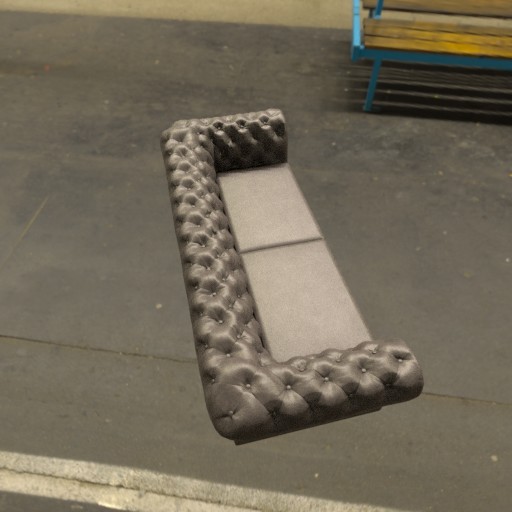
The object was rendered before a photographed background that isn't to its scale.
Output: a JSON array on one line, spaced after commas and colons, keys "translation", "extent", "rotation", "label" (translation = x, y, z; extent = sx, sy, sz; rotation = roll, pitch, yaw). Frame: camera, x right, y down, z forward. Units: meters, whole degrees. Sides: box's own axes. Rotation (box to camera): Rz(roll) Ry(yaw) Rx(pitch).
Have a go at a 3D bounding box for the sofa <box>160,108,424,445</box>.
[{"translation": [0.000, 0.000, 2.816], "extent": [0.944, 0.783, 2.385], "rotation": [-10, 48, -9], "label": "sofa"}]
